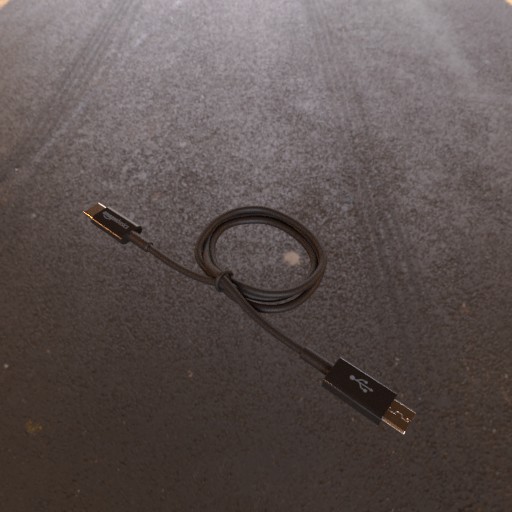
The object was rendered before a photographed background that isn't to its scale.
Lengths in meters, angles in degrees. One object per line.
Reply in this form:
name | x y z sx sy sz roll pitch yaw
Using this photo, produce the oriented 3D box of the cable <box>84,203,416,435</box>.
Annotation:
cable | 0.000 0.000 0.217 0.192 0.014 0.070 31 54 26
